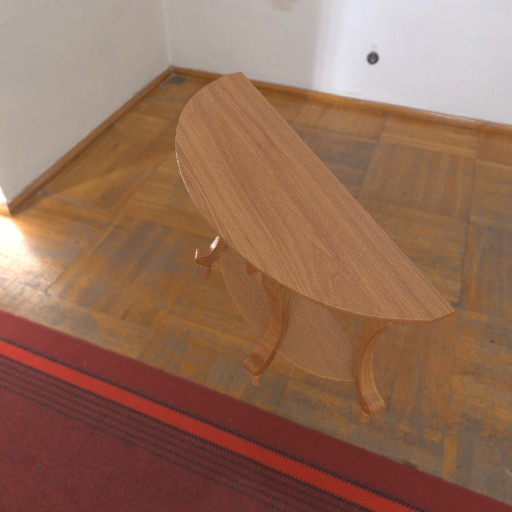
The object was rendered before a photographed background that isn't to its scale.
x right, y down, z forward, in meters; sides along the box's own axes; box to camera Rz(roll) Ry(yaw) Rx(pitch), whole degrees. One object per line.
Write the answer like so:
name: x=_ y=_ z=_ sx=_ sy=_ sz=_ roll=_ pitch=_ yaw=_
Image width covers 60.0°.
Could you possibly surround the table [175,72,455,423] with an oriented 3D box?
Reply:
table: x=0.000 y=0.000 z=1.504 sx=0.394 sy=0.692 sz=1.198 roll=-18 pitch=50 yaw=-16
